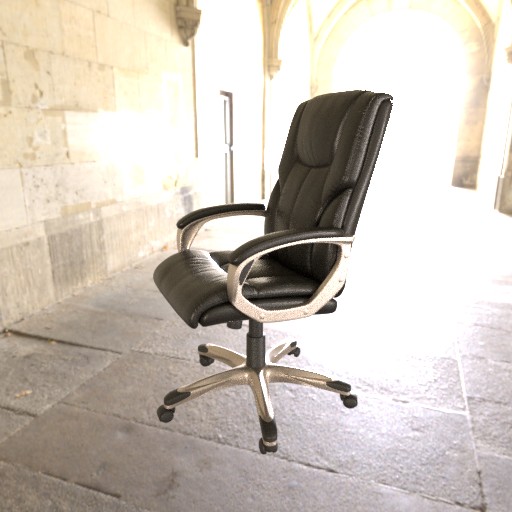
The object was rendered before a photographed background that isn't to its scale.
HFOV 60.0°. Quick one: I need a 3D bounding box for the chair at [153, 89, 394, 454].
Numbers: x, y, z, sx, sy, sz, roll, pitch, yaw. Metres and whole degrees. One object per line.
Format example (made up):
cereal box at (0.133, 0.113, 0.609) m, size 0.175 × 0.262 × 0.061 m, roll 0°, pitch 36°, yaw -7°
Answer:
chair at (0.000, 0.000, 1.603) m, size 0.780 × 1.145 × 0.700 m, roll -7°, pitch 17°, yaw -24°
